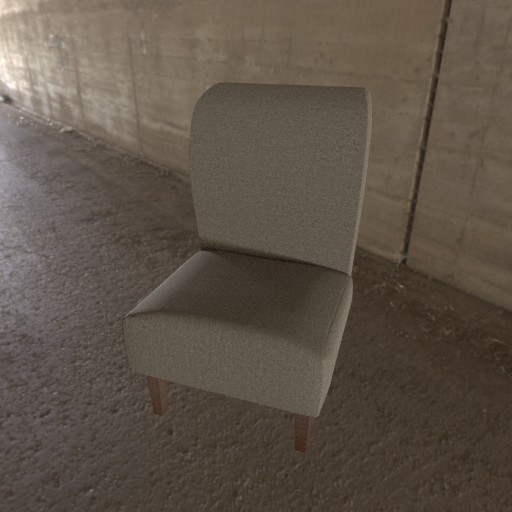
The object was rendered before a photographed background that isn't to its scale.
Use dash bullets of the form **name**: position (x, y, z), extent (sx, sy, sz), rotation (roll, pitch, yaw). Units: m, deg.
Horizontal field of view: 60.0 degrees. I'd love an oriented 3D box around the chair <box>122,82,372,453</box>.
- **chair**: position (0.000, 0.000, 1.183), extent (0.513, 0.804, 0.592), rotation (8, 28, 16)
